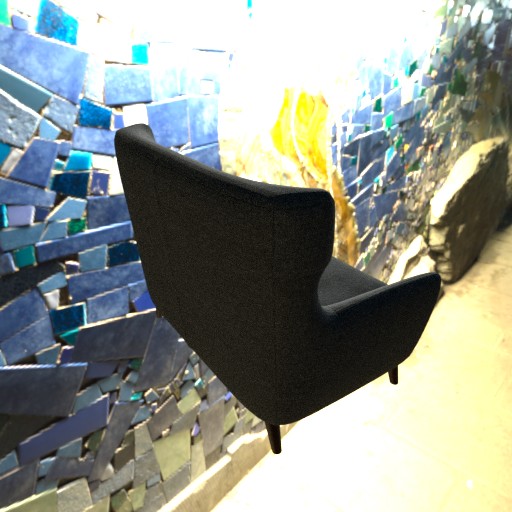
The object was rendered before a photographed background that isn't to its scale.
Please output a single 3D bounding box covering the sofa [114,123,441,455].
[{"bbox_3d":[0.000,0.000,1.981,0.874,1.028,1.358,-17,30,-30],"label":"sofa"}]
